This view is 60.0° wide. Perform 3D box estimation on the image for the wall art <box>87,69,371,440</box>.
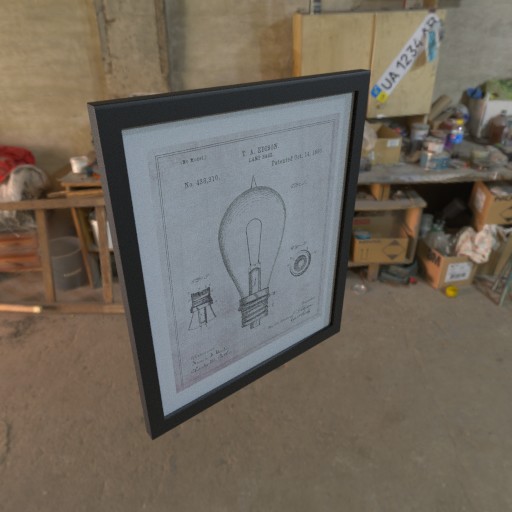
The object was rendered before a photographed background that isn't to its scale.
[{"bbox_3d":[0.000,0.000,0.693,0.430,0.509,0.021,-21,36,-32],"label":"wall art"}]
